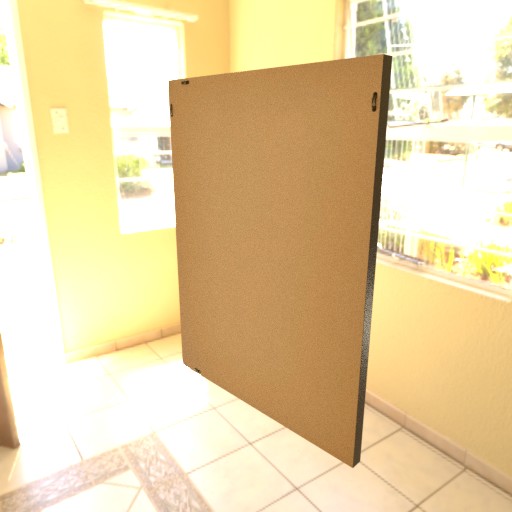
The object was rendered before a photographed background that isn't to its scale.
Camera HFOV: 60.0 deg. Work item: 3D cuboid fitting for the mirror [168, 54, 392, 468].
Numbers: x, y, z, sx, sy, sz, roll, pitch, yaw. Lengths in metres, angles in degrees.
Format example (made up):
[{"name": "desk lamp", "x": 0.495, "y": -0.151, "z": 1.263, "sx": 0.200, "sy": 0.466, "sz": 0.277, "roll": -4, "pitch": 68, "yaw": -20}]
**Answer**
[{"name": "mirror", "x": 0.000, "y": 0.000, "z": 1.308, "sx": 0.762, "sy": 1.016, "sz": 0.041, "roll": 16, "pitch": 22, "yaw": 43}]
